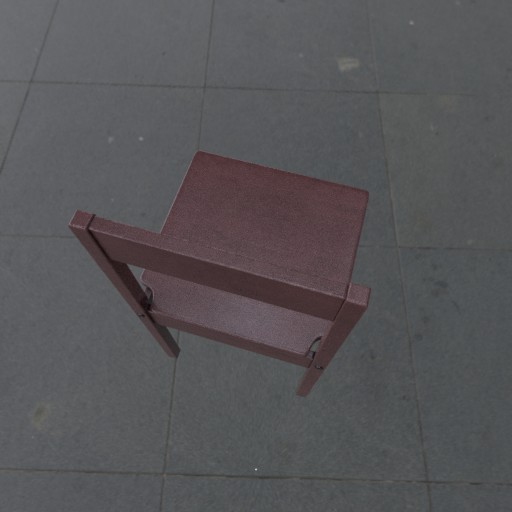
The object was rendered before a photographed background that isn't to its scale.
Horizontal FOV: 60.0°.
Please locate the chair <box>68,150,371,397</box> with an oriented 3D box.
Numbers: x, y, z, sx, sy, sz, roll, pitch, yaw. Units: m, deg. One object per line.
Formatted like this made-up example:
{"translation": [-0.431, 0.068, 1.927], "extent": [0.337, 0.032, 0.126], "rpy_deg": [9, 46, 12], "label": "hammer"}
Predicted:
{"translation": [0.000, 0.000, 0.870], "extent": [0.367, 0.668, 0.361], "rpy_deg": [15, 65, 7], "label": "chair"}
